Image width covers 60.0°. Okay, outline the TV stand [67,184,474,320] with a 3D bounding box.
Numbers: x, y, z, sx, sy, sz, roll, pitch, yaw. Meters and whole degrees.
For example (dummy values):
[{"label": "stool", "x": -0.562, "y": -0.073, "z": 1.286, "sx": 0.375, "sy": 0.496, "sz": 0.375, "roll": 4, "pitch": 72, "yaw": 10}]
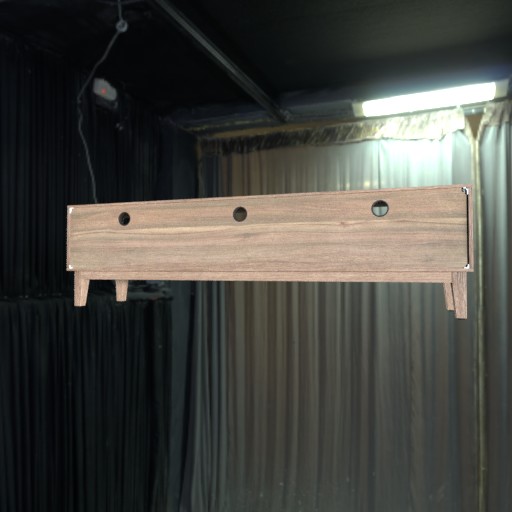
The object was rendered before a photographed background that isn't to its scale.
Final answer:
[{"label": "TV stand", "x": 0.000, "y": 0.000, "z": 1.723, "sx": 1.482, "sy": 0.409, "sz": 0.366, "roll": -1, "pitch": -2, "yaw": 18}]
